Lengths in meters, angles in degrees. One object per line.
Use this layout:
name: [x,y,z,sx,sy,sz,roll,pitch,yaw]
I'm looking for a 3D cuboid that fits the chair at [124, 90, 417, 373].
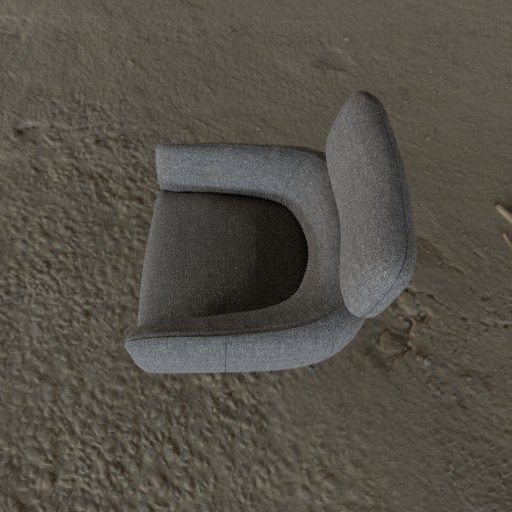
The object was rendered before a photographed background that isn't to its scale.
chair: [0.000,0.000,1.359,0.715,0.812,0.706,0,59,0]
